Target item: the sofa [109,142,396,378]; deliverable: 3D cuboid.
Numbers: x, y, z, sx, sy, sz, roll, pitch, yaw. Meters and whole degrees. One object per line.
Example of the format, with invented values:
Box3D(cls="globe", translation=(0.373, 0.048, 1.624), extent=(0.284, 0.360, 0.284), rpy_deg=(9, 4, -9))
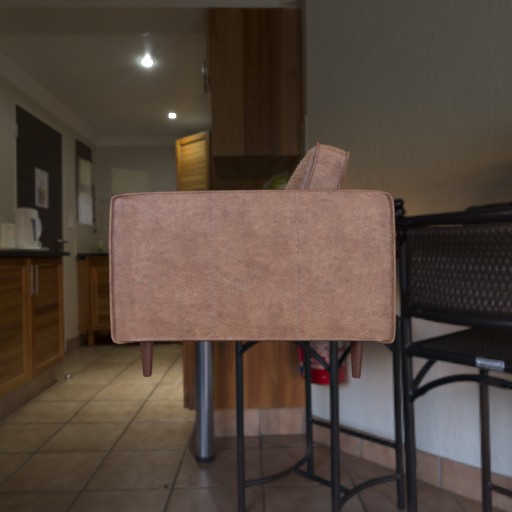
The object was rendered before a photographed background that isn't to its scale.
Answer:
Box3D(cls="sofa", translation=(0.000, 0.000, 2.339), extent=(0.924, 0.825, 1.920), rpy_deg=(0, 1, 1))
